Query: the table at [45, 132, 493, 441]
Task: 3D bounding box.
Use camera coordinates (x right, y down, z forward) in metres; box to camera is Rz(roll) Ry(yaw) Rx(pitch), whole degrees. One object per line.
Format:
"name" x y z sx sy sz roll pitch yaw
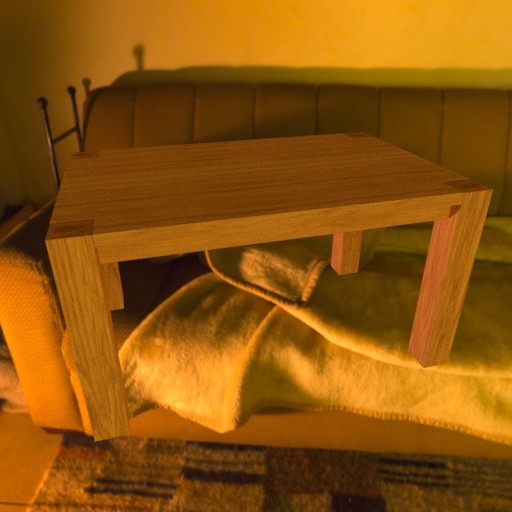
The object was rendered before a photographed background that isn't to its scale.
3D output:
"table" 0.000 0.000 1.876 1.400 0.760 0.900 -8 29 -14
